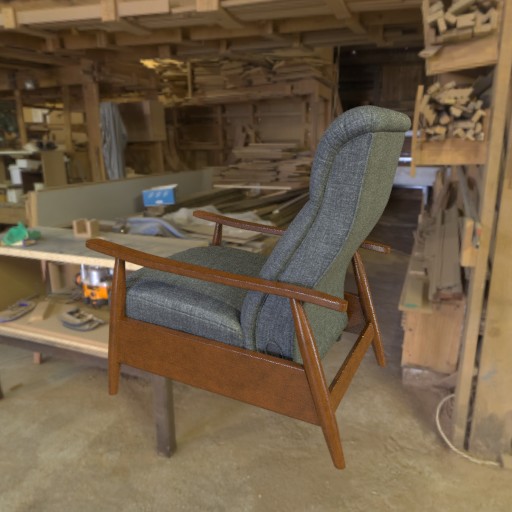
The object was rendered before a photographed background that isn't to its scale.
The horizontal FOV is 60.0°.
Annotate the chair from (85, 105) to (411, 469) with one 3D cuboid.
[{"bbox_3d":[0.000,0.000,1.750,1.030,1.082,0.762,7,17,25],"label":"chair"}]
